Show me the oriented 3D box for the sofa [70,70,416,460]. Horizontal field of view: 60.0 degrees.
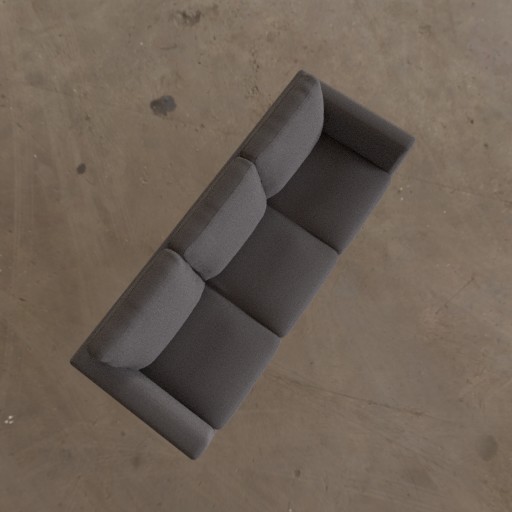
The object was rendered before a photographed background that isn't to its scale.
[{"bbox_3d":[0.000,0.000,2.521,0.802,0.912,2.029,34,78,8],"label":"sofa"}]
